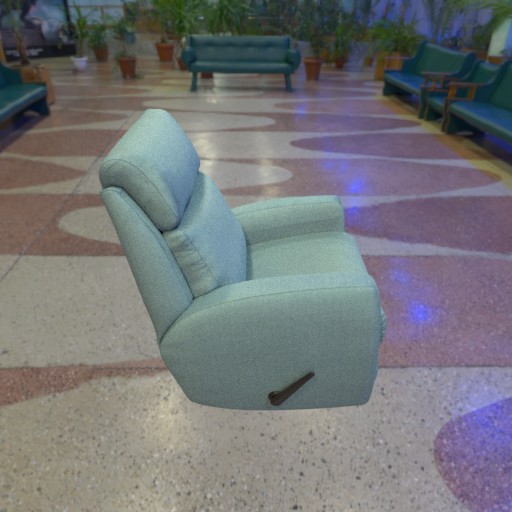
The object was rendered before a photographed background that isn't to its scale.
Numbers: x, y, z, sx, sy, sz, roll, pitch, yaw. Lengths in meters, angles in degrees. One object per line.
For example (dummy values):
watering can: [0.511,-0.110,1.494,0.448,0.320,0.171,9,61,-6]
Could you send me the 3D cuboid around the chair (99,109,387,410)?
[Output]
chair: [0.000,0.000,1.729,0.940,1.013,0.812,0,31,0]
